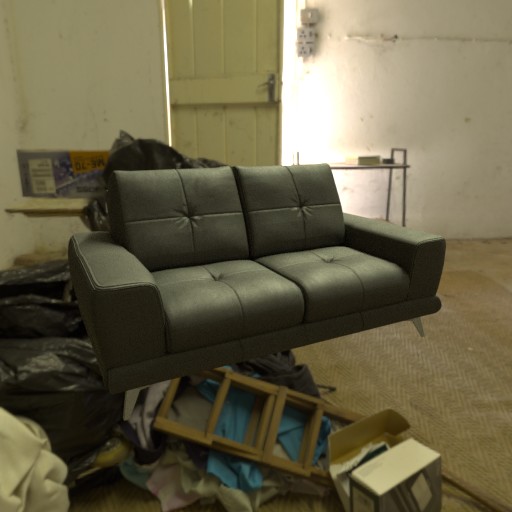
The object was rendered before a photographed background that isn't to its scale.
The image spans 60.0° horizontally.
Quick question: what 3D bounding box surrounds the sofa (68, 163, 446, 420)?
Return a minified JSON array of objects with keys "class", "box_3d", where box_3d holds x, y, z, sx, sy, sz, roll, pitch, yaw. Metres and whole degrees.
[{"class":"sofa","box_3d":[0.000,0.000,2.368,1.806,0.907,1.018,-8,17,-26]}]
